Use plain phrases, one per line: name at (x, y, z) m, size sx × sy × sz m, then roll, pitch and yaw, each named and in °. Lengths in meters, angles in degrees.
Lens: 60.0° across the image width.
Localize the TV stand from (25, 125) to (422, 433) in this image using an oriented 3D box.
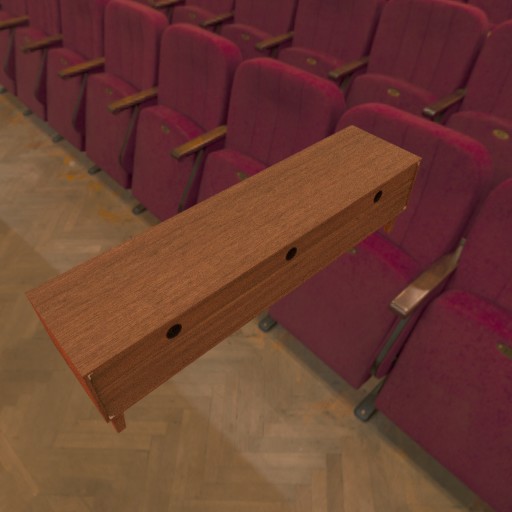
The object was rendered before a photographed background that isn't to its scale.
TV stand at (0.000, 0.000, 1.689) m, size 1.482 × 0.409 × 0.366 m, roll -32°, pitch 53°, yaw -28°
